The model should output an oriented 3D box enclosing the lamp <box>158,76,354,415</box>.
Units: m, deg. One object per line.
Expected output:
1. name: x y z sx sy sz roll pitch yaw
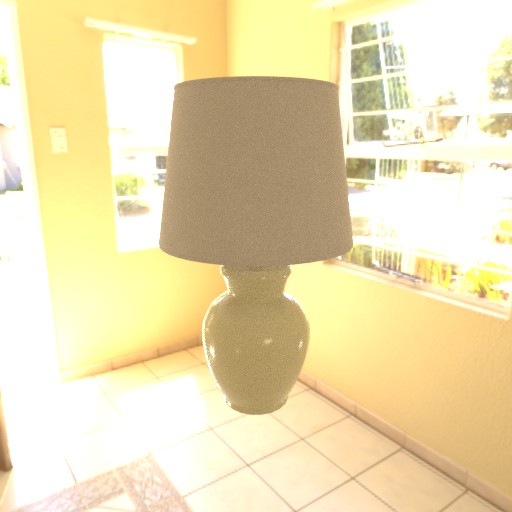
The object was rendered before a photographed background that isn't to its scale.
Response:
1. lamp: 0.000 0.000 0.561 0.239 0.399 0.239 0 14 0
